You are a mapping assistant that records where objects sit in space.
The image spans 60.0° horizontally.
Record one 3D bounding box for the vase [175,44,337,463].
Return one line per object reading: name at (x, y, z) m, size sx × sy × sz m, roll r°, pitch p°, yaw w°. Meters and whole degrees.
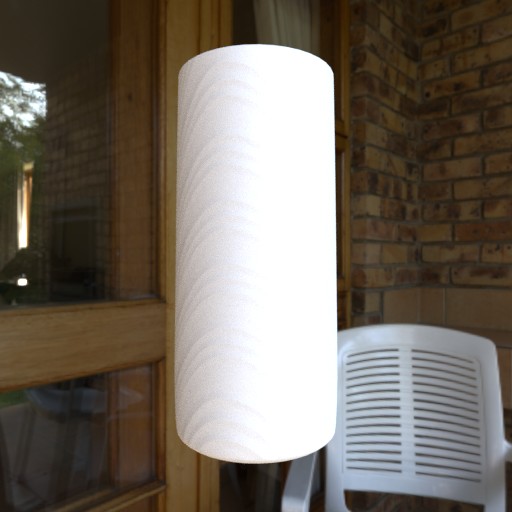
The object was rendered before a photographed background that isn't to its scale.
vase at (0.000, 0.000, 0.398) m, size 0.143 × 0.316 × 0.143 m, roll 0°, pitch -1°, yaw 0°
